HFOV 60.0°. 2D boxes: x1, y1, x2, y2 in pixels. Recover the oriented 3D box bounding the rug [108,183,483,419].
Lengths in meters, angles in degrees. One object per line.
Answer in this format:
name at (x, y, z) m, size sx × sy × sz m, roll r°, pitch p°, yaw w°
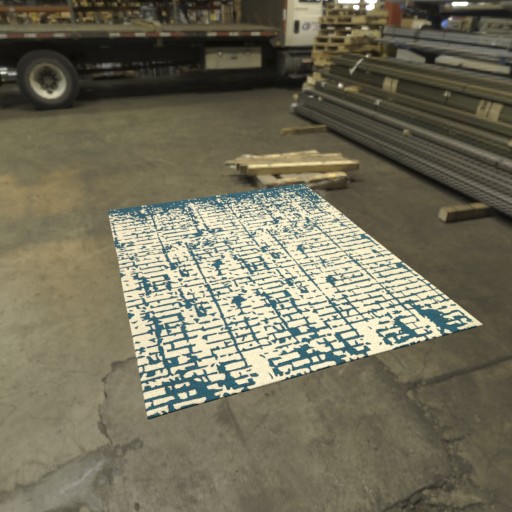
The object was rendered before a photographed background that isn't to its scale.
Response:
rug at (0.000, 0.000, 4.089) m, size 2.416 × 0.014 × 3.017 m, roll -11°, pitch 32°, yaw -17°
